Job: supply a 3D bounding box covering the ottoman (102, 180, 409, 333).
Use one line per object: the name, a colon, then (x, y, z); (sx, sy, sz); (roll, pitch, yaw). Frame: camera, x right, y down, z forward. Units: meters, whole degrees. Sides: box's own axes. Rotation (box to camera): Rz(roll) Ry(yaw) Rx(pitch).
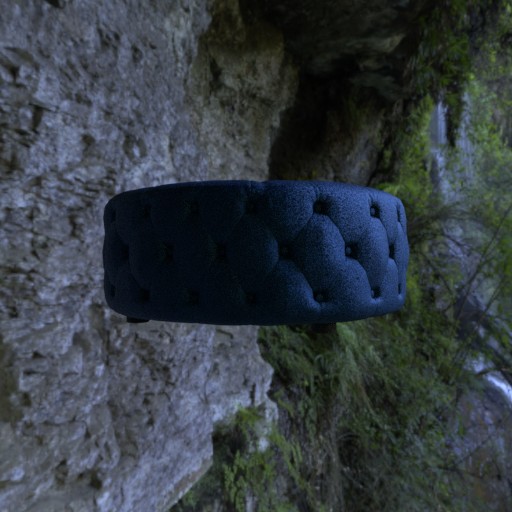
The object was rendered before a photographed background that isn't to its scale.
ottoman: (0.000, 0.000, 1.526); (0.998, 0.398, 0.998); (0, 0, 0)
